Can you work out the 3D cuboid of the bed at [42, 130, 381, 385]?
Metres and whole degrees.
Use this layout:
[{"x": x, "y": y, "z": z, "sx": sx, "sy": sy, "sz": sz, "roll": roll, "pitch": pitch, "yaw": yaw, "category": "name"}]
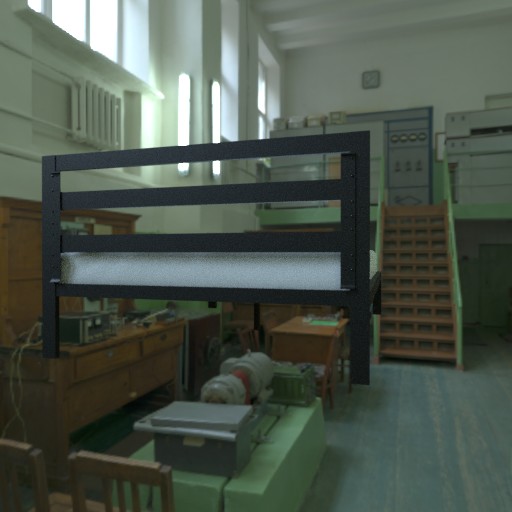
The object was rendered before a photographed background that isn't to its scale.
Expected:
[{"x": 0.000, "y": 0.000, "z": 2.876, "sx": 1.524, "sy": 0.967, "sz": 2.062, "roll": 0, "pitch": 0, "yaw": 17, "category": "bed"}]
